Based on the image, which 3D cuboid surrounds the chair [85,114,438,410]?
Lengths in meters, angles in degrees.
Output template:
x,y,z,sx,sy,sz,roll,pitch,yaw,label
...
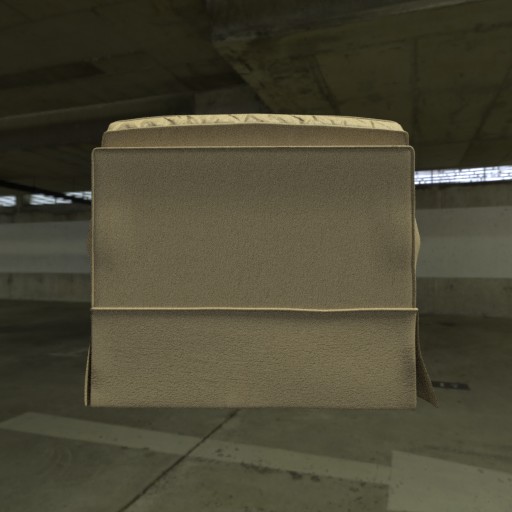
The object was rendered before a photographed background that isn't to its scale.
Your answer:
x,y,z,sx,sy,sz,roll,pitch,yaw,label
0.000,0.000,1.767,1.096,0.937,0.903,0,-1,1,chair
